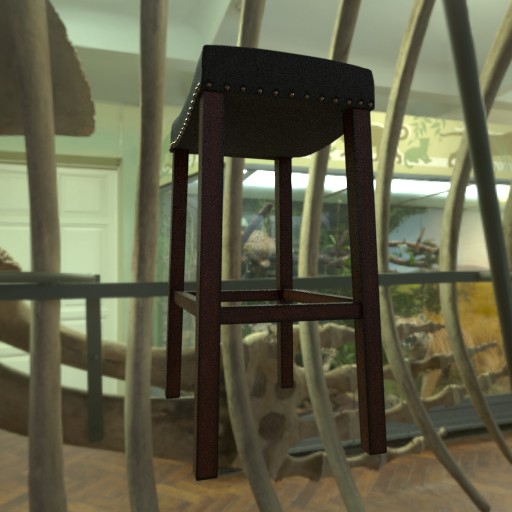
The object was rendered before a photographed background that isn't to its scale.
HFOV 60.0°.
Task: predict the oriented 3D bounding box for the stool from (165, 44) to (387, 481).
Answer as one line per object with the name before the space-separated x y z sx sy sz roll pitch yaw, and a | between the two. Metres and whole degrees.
stool | 0.000 0.000 1.034 0.366 0.760 0.502 0 -1 -17
